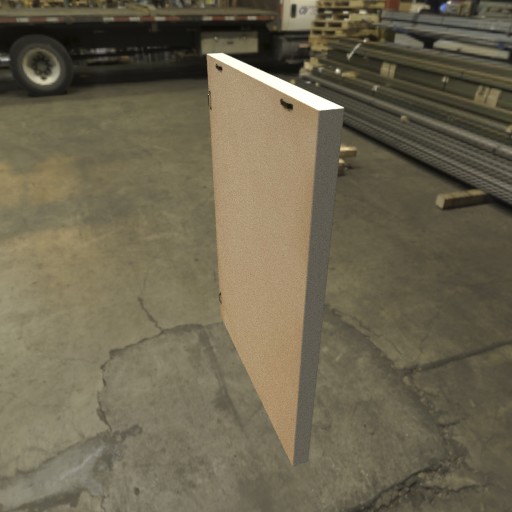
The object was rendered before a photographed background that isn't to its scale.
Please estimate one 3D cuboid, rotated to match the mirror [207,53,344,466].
[{"bbox_3d":[0.000,0.000,0.921,0.040,0.710,0.507,-11,34,-17],"label":"mirror"}]
